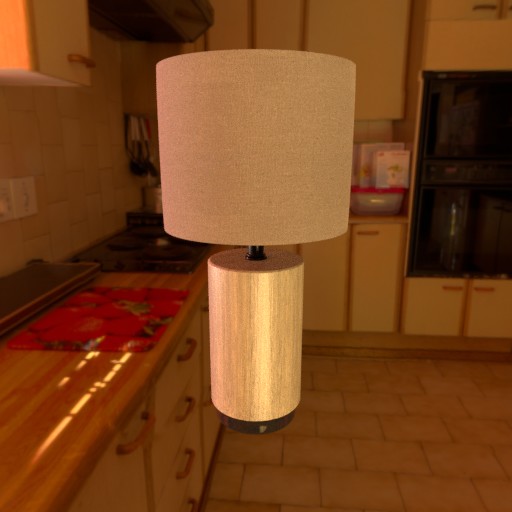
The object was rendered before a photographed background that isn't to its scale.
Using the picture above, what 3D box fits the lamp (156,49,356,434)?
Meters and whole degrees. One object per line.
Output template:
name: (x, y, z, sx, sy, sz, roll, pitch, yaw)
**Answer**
lamp: (0.000, 0.000, 0.567, 0.228, 0.444, 0.228, -7, 16, -24)
